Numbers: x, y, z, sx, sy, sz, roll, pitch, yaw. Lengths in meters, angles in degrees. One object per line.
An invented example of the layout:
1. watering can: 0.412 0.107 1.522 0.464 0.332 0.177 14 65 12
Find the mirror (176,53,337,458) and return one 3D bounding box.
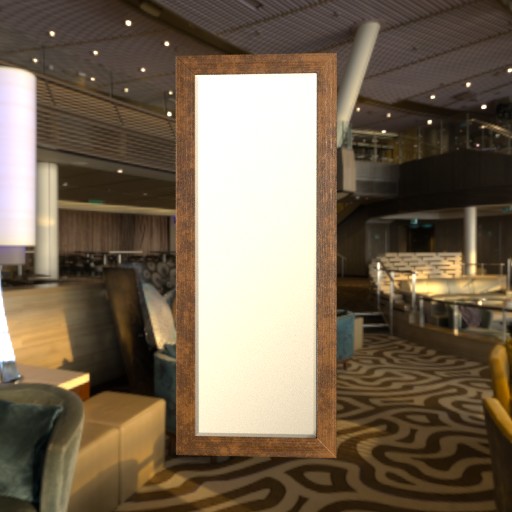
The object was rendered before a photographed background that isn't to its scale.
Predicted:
1. mirror: 0.000 0.000 2.256 0.812 2.031 0.032 0 0 2
